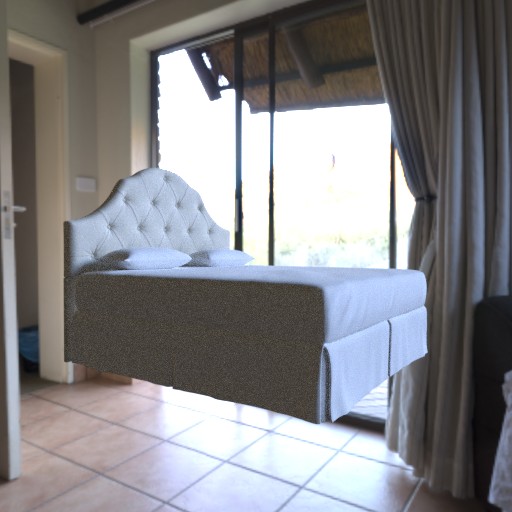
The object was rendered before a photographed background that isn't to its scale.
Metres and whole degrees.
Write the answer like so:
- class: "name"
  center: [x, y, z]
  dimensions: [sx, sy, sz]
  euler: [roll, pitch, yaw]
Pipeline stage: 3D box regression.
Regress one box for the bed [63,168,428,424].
- class: "bed"
  center: [0.000, 0.000, 3.535]
  dimensions: [2.214, 1.615, 2.008]
  euler: [1, 1, 35]
